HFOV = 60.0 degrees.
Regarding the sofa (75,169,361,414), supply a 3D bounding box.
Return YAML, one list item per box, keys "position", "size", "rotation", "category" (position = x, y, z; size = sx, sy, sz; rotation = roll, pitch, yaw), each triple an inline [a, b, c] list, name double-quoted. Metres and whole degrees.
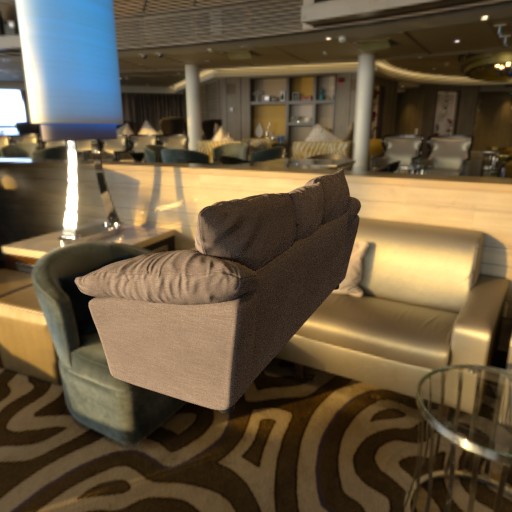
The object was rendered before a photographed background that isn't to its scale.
- position: [0.000, 0.000, 3.004]
  size: [0.927, 1.043, 2.390]
  rotation: [8, 18, 25]
  category: "sofa"
